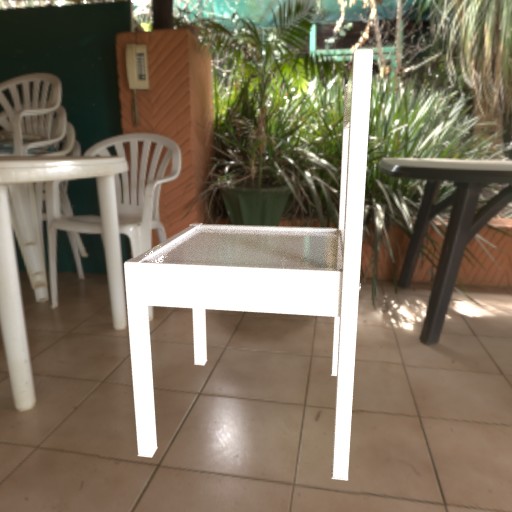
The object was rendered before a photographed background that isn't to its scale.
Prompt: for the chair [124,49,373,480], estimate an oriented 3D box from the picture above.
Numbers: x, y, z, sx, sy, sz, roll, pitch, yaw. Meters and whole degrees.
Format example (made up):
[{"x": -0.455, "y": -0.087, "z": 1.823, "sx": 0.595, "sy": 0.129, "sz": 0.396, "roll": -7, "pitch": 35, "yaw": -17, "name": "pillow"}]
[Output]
[{"x": 0.000, "y": 0.000, "z": 0.658, "sx": 0.285, "sy": 0.505, "sz": 0.285, "roll": 2, "pitch": 14, "yaw": 9, "name": "chair"}]
